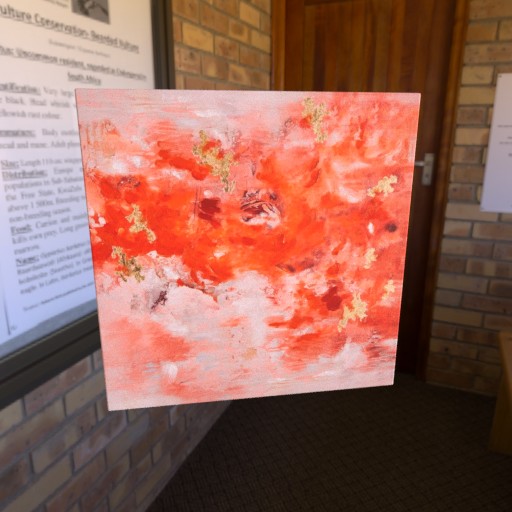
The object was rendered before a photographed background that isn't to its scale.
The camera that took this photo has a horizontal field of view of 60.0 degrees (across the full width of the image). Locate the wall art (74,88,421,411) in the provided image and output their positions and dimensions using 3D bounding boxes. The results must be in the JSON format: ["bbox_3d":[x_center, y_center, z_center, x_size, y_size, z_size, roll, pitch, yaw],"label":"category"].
[{"bbox_3d":[0.000,0.000,1.260,0.878,0.878,0.066,-2,16,-9],"label":"wall art"}]
